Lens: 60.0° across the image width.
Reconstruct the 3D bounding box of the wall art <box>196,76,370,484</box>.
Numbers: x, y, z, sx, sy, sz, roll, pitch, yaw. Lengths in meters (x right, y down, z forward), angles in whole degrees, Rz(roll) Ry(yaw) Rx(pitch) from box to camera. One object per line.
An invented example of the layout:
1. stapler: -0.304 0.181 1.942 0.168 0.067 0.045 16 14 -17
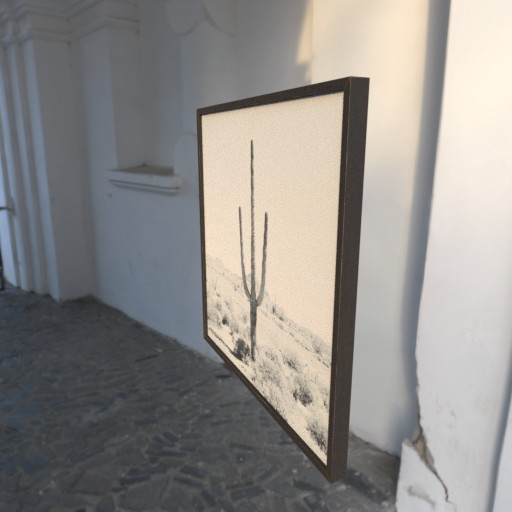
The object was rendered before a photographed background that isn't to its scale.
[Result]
1. wall art: 0.000 0.000 1.131 0.038 0.762 0.762 -7 16 -25
